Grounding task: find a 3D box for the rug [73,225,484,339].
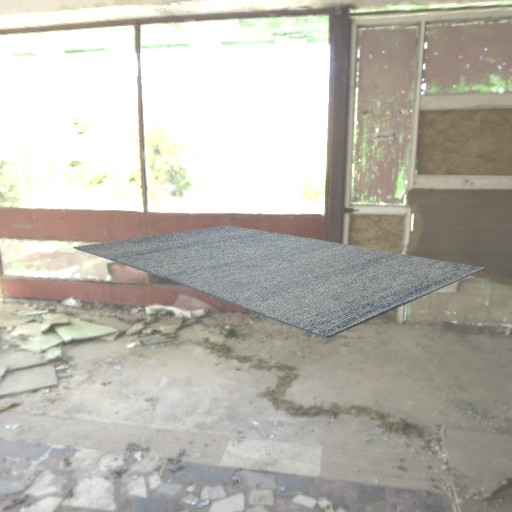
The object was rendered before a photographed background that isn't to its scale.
[{"bbox_3d":[0.000,0.000,2.228,1.145,0.021,1.777,-12,17,-42],"label":"rug"}]
